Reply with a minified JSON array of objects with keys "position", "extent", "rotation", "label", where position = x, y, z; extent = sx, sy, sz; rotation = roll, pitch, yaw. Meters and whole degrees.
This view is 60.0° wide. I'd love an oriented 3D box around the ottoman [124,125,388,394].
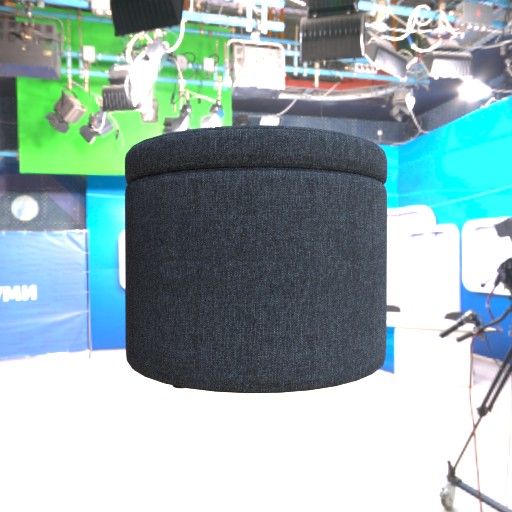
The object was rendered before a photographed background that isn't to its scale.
[{"position":[0.000,0.000,0.881],"extent":[0.500,0.419,0.500],"rotation":[0,1,0],"label":"ottoman"}]
